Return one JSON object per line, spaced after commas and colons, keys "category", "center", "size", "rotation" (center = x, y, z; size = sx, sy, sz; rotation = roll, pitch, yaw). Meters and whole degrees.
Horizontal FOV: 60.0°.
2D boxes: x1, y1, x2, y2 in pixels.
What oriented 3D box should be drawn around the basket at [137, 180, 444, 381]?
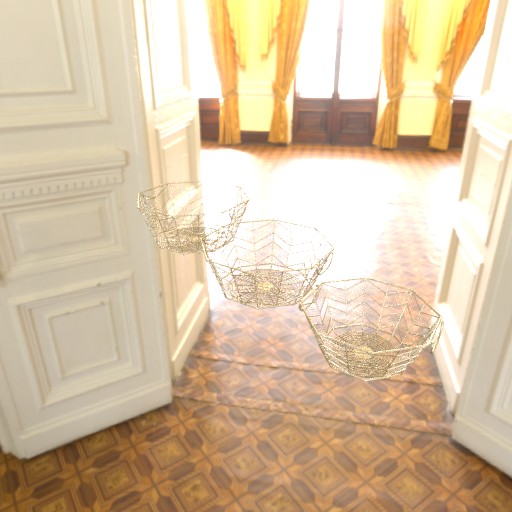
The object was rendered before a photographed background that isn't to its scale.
{"category": "basket", "center": [0.000, 0.000, 1.387], "size": [0.432, 0.178, 1.246], "rotation": [-17, 30, -32]}
